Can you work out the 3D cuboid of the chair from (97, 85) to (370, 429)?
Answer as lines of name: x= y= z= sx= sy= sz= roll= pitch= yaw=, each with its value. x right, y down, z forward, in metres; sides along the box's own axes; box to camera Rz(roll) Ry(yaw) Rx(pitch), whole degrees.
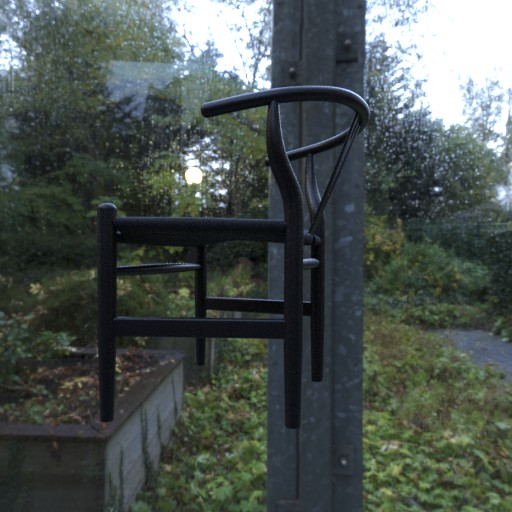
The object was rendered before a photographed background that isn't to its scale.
chair: x=0.000 y=0.000 z=1.163 sx=0.579 sy=0.730 sz=0.569 roll=0 pitch=0 yaw=16
